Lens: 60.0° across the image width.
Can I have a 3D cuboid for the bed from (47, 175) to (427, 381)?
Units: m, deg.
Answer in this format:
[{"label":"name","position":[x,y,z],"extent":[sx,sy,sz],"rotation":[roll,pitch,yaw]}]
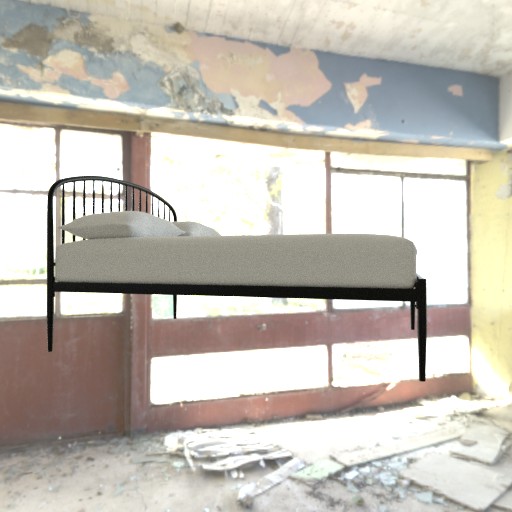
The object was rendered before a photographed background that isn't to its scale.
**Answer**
[{"label":"bed","position":[0.000,0.000,3.116],"extent":[2.159,1.166,1.618],"rotation":[0,-1,18]}]
